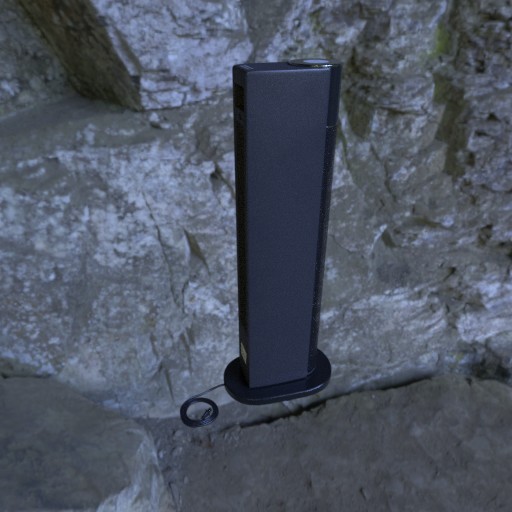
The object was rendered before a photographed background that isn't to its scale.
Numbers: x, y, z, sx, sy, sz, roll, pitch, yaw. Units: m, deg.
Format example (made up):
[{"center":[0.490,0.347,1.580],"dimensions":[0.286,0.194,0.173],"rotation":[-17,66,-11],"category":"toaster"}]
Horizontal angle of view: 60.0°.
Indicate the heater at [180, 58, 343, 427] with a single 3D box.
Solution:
[{"center":[0.000,0.000,1.071],"dimensions":[0.458,0.856,0.214],"rotation":[-9,31,-16],"category":"heater"}]
